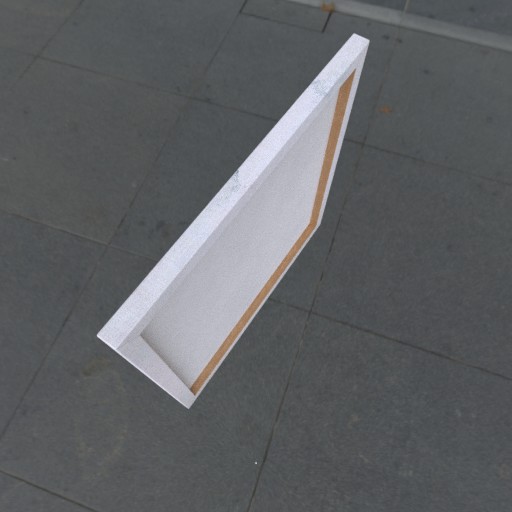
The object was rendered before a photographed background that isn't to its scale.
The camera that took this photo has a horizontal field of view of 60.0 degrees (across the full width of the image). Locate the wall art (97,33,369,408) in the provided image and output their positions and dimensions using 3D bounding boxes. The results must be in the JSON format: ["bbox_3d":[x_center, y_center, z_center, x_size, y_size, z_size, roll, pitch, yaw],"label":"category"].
[{"bbox_3d":[0.000,0.000,1.112,0.038,0.762,0.762,32,69,14],"label":"wall art"}]
